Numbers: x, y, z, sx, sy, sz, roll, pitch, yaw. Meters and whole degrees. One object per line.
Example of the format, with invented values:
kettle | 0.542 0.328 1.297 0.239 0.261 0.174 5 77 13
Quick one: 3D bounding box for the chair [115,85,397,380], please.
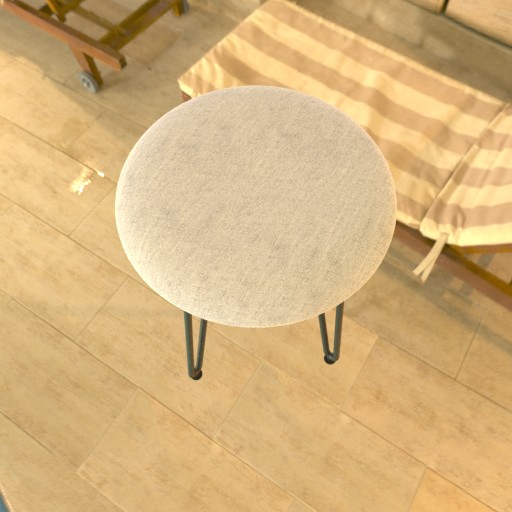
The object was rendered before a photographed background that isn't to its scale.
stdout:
chair | 0.000 0.000 0.634 0.350 0.386 0.350 35 69 16
